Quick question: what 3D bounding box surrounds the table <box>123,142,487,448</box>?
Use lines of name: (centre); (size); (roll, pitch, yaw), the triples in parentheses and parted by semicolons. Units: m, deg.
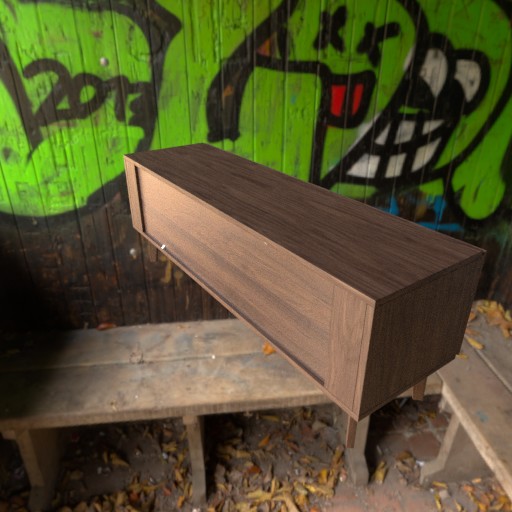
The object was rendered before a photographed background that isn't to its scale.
table: (0.000, 0.000, 1.608); (0.405, 0.508, 1.397); (-18, 32, -31)
